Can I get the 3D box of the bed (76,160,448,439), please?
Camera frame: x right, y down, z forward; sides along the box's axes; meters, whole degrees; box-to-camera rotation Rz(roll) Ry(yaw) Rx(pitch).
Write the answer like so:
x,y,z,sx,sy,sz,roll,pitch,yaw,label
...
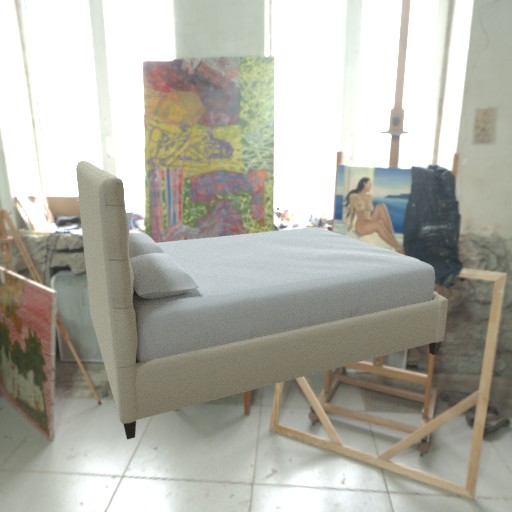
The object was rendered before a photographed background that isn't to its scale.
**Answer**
x,y,z,sx,sy,sz,roll,pitch,yaw,label
0.000,0.000,3.444,2.387,1.427,1.698,-7,17,-24,bed
